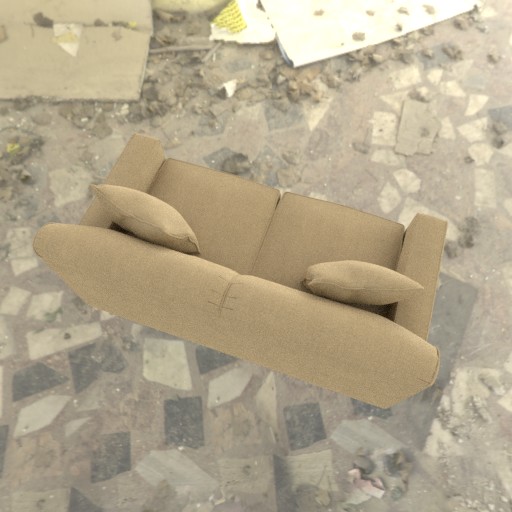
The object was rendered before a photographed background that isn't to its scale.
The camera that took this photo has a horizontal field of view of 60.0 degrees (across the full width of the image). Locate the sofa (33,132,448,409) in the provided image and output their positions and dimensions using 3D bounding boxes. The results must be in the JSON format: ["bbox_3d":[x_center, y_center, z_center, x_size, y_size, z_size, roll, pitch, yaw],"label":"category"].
[{"bbox_3d":[0.000,0.000,2.425,1.846,0.958,0.998,17,65,8],"label":"sofa"}]
